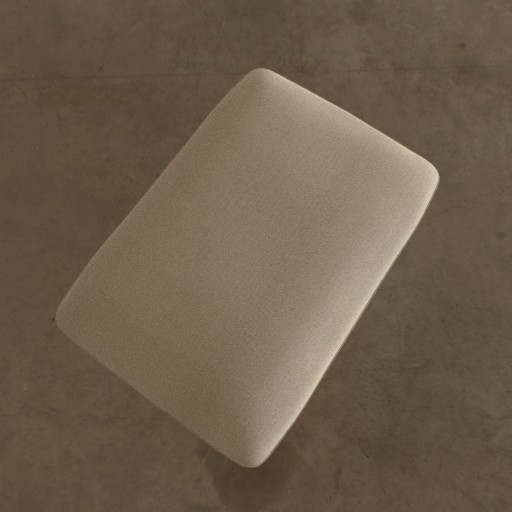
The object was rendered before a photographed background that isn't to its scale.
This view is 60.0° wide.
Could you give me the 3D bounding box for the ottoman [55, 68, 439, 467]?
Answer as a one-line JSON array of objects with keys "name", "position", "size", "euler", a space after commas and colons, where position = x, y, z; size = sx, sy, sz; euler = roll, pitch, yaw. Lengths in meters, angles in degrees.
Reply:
[{"name": "ottoman", "position": [0.000, 0.000, 1.354], "size": [0.686, 0.453, 0.984], "euler": [33, 77, 9]}]
